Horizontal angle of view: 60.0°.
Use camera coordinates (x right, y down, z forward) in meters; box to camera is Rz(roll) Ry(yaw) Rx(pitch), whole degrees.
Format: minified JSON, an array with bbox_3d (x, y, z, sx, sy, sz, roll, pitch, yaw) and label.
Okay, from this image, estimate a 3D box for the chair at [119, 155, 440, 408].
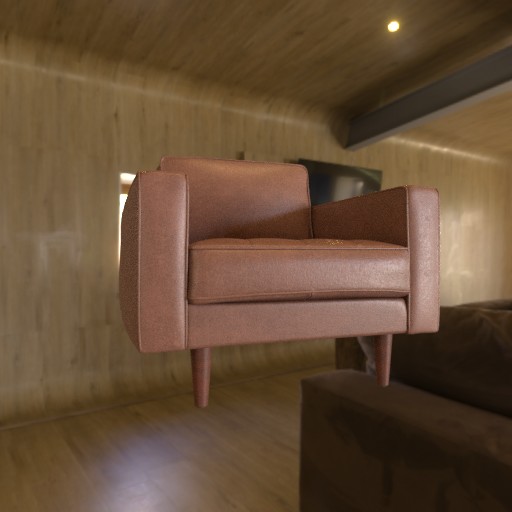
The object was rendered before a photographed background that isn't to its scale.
[{"bbox_3d":[0.000,0.000,1.567,0.920,0.770,0.900,0,0,-19],"label":"chair"}]
